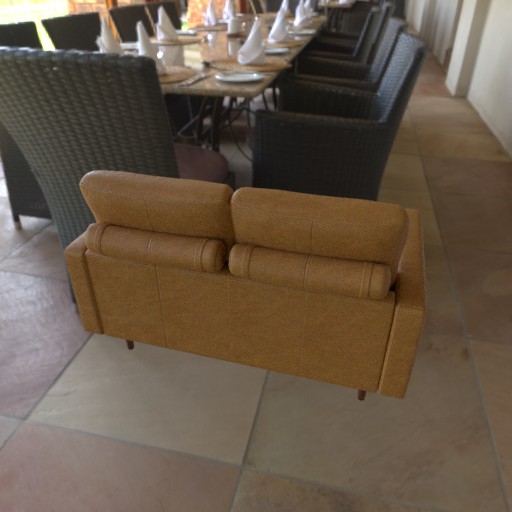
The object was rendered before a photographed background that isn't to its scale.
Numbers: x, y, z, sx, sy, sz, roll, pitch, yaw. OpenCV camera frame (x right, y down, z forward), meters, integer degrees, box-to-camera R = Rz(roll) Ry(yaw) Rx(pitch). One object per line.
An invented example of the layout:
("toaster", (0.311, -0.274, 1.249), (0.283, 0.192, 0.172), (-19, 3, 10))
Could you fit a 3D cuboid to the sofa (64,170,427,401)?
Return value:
("sofa", (0.000, 0.000, 2.014), (1.430, 0.898, 0.868), (9, 33, 14))
